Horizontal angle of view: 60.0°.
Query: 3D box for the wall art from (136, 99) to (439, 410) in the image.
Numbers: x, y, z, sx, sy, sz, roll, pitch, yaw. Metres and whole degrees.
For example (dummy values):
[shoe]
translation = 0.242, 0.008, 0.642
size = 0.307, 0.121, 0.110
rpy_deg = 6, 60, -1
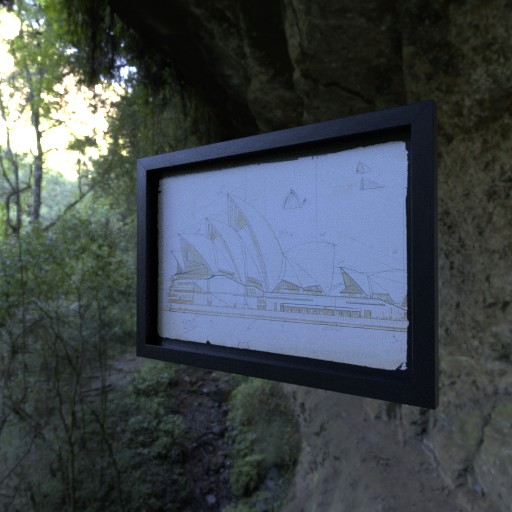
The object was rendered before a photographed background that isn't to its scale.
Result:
[wall art]
translation = 0.000, 0.000, 0.851
size = 0.657, 0.458, 0.027
rpy_deg = -1, -1, 35
